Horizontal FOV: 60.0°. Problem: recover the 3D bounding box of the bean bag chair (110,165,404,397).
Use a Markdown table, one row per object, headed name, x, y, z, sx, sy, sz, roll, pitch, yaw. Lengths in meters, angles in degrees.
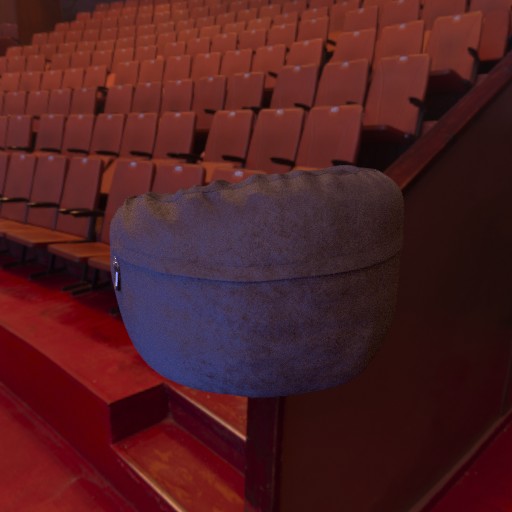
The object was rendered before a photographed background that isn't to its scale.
| name | x | y | z | sx | sy | sz | roll | pitch | yaw |
| --- | --- | --- | --- | --- | --- | --- | --- | --- | --- |
| bean bag chair | 0.000 | 0.000 | 1.982 | 1.245 | 0.821 | 1.245 | 0 | 14 | 0 |
